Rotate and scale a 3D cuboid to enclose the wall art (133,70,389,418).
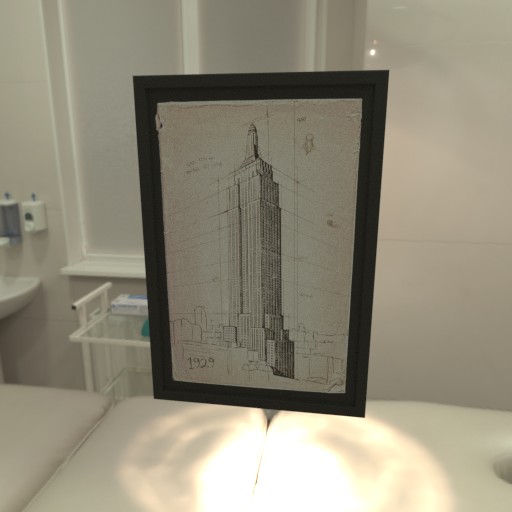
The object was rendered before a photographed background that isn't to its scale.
[{"bbox_3d":[0.000,0.000,0.859,0.451,0.661,0.012,2,15,9],"label":"wall art"}]
